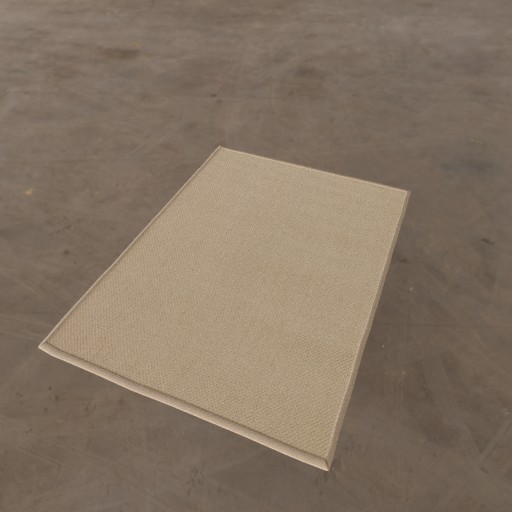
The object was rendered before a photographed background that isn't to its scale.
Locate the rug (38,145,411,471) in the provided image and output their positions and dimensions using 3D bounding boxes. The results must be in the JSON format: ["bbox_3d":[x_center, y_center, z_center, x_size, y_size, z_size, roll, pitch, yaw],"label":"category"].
[{"bbox_3d":[0.000,0.000,2.691,1.525,0.020,2.081,17,48,16],"label":"rug"}]
